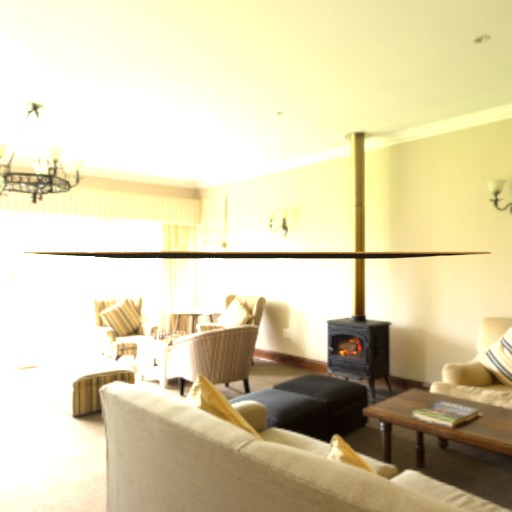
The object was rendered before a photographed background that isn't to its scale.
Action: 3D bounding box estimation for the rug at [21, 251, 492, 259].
[{"bbox_3d":[0.000,0.000,4.369,3.357,0.019,2.449,0,-1,0],"label":"rug"}]
